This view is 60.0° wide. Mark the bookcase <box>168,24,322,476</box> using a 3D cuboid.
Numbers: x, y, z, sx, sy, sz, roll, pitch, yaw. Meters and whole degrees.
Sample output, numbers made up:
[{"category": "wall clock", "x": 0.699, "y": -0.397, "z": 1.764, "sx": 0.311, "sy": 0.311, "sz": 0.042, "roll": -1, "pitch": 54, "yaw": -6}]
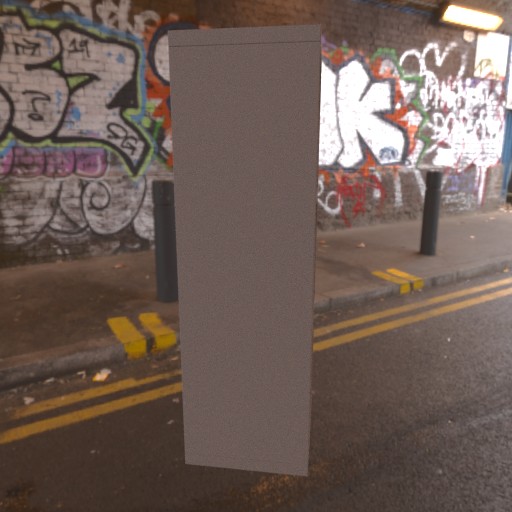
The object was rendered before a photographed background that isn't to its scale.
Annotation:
[{"category": "bookcase", "x": 0.000, "y": 0.000, "z": 1.245, "sx": 0.330, "sy": 1.080, "sz": 0.390, "roll": 2, "pitch": 13, "yaw": 8}]
